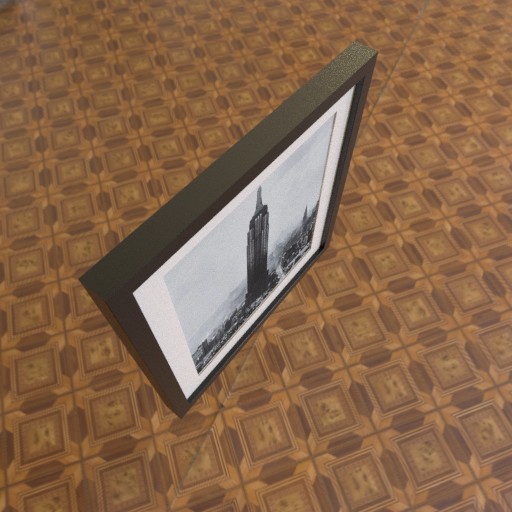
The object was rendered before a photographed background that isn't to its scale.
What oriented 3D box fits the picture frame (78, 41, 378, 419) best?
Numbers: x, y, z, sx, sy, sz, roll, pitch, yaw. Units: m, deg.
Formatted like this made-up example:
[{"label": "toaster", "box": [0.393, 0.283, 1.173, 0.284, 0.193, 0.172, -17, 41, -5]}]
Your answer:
[{"label": "picture frame", "box": [0.000, 0.000, 0.521, 0.029, 0.353, 0.355, 34, 64, 19]}]
